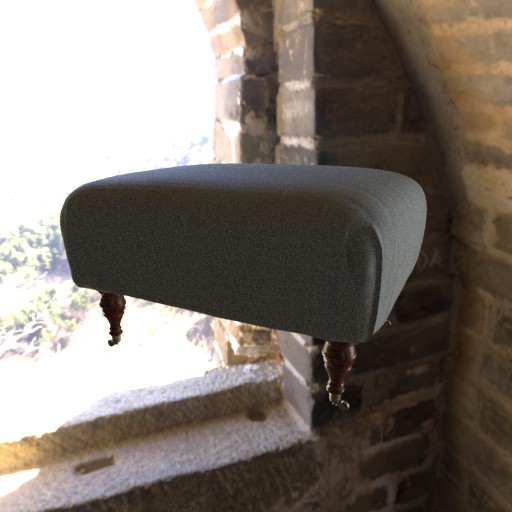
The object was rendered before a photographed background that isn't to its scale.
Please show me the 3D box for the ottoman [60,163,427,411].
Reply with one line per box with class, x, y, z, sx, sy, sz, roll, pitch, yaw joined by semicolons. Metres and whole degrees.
ottoman;0.000;0.000;1.114;0.747;0.450;0.622;8;17;26
